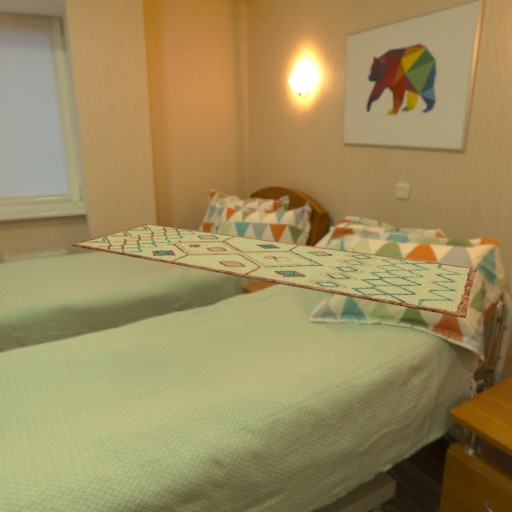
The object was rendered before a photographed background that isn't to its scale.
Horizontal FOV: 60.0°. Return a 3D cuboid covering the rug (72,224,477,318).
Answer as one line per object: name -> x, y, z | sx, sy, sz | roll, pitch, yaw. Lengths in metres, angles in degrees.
rug -> 0.000, 0.000, 2.749 | 2.435, 0.011, 0.750 | 9, 19, 28
